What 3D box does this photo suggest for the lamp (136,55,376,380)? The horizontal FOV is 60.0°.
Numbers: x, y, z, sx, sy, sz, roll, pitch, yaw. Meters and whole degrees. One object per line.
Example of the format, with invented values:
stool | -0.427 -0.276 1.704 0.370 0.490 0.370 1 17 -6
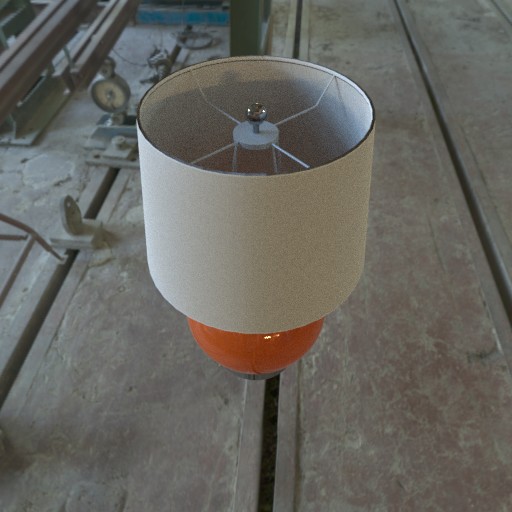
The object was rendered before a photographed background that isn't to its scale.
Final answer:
lamp | 0.000 0.000 0.527 0.247 0.387 0.247 0 47 0
